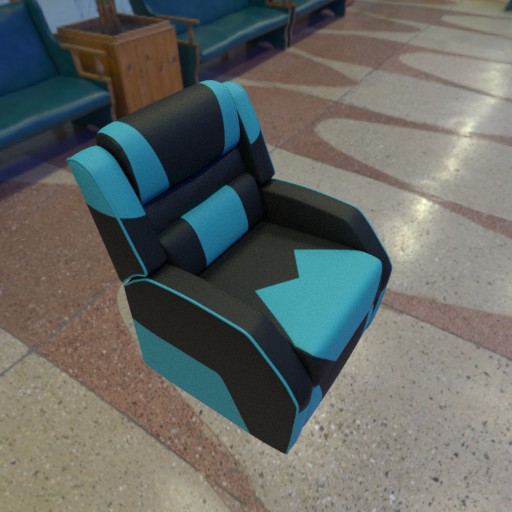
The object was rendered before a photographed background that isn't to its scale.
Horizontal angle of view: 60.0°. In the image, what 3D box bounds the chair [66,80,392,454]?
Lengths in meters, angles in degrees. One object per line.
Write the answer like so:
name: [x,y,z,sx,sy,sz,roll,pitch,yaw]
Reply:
chair: [0.000,0.000,1.313,0.672,0.805,0.620,24,46,25]
